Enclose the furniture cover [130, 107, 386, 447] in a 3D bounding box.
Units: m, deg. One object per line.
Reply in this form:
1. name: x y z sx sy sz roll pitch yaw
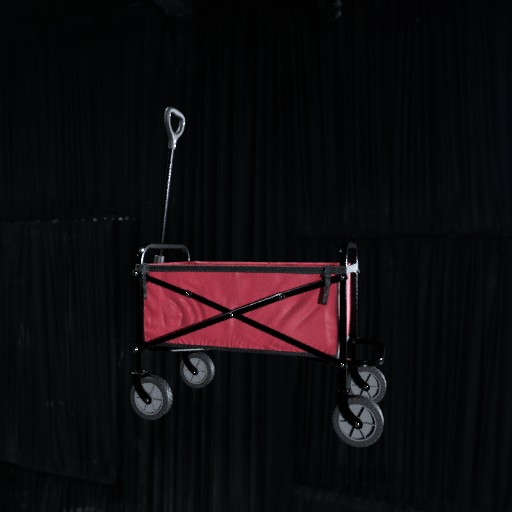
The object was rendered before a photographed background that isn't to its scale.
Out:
1. furniture cover: 0.000 0.000 1.855 1.038 1.295 0.532 0 1 18
